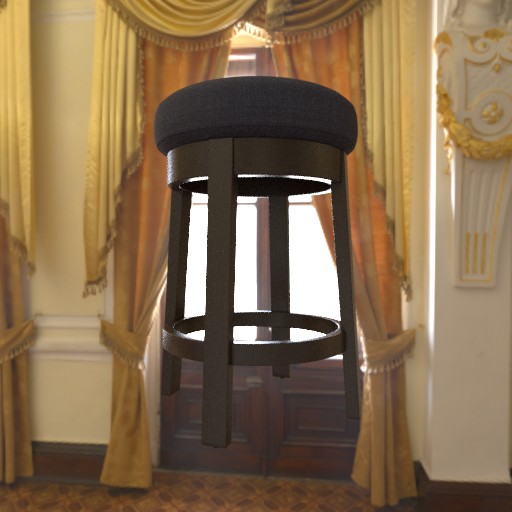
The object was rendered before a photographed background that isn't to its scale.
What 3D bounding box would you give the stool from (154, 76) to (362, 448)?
[{"bbox_3d":[0.000,0.000,0.964,0.449,0.655,0.449,0,1,0],"label":"stool"}]
